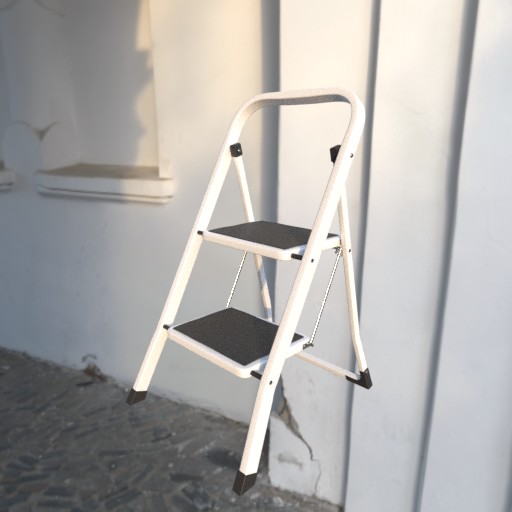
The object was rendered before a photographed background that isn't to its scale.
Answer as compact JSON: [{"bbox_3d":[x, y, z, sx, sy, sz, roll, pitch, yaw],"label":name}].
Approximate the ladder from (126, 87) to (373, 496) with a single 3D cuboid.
[{"bbox_3d":[0.000,0.000,1.125,0.544,0.810,0.460,-15,21,-43],"label":"ladder"}]
